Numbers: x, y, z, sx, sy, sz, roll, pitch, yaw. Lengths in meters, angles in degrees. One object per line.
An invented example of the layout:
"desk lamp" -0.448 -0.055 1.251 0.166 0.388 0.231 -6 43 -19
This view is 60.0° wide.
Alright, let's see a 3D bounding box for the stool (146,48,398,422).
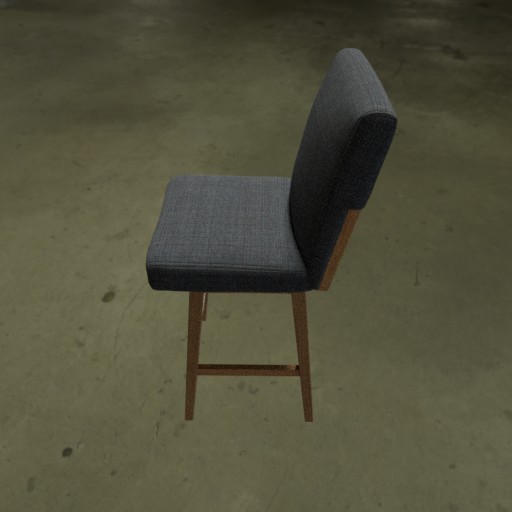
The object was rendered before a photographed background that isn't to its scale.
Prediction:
"stool" 0.000 0.000 1.363 0.570 1.112 0.483 0 41 1
